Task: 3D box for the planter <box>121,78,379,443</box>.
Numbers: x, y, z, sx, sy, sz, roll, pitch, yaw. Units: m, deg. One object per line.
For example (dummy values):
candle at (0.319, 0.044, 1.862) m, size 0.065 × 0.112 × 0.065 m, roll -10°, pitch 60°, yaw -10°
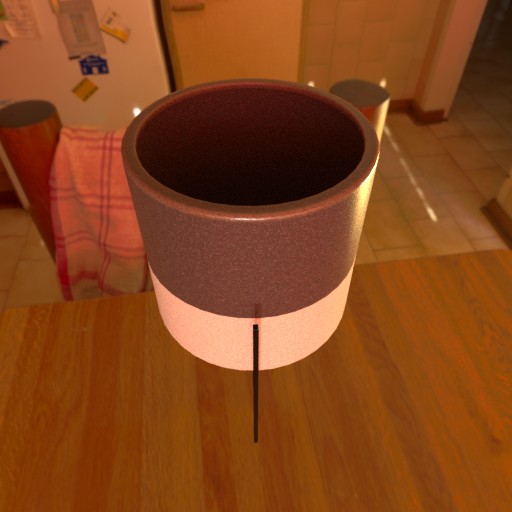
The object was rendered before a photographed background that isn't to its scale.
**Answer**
planter at (0.000, 0.000, 0.540) m, size 0.260 × 0.353 × 0.250 m, roll -30°, pitch 53°, yaw -26°
